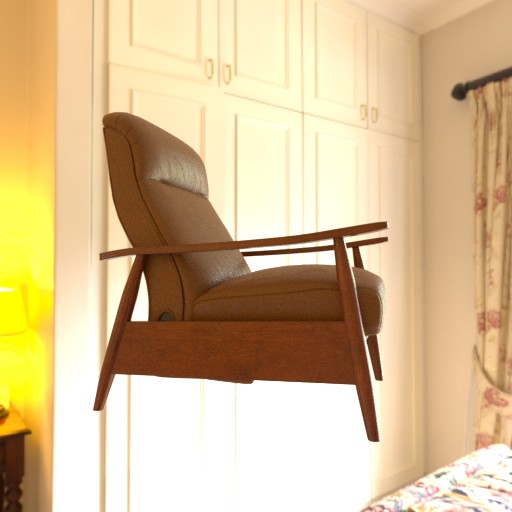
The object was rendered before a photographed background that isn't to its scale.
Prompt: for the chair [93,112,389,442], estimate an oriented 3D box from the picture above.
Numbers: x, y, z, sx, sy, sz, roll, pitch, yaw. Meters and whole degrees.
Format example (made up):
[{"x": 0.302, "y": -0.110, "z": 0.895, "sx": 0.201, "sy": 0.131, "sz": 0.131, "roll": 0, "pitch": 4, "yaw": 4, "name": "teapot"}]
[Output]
[{"x": 0.000, "y": 0.000, "z": 1.761, "sx": 1.014, "sy": 1.082, "sz": 0.762, "roll": 0, "pitch": -1, "yaw": 17, "name": "chair"}]
